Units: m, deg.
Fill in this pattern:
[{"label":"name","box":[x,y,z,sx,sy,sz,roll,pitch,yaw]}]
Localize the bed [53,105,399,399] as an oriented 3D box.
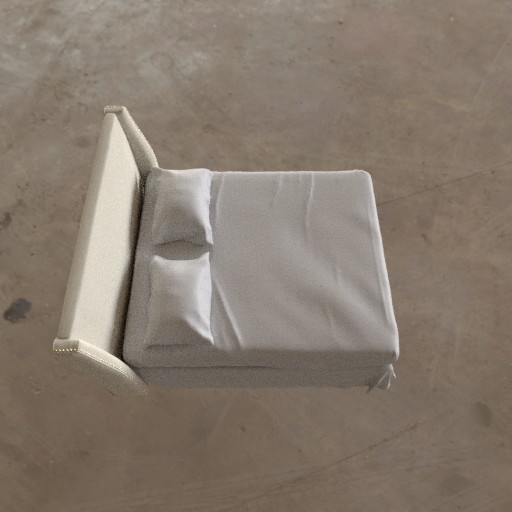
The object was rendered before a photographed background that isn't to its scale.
[{"label":"bed","box":[0.000,0.000,3.448,2.276,1.332,1.925,0,62,0]}]
